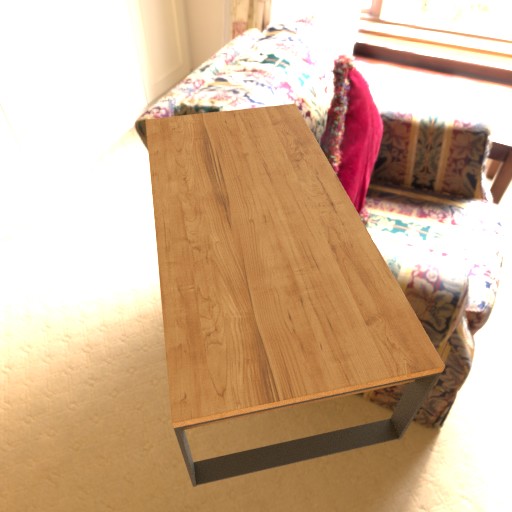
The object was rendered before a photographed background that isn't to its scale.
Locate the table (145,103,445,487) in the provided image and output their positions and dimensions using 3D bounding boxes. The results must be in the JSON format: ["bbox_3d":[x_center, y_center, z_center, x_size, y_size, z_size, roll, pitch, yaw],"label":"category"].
[{"bbox_3d":[0.000,0.000,1.446,0.590,0.400,1.180,-9,47,-8],"label":"table"}]
